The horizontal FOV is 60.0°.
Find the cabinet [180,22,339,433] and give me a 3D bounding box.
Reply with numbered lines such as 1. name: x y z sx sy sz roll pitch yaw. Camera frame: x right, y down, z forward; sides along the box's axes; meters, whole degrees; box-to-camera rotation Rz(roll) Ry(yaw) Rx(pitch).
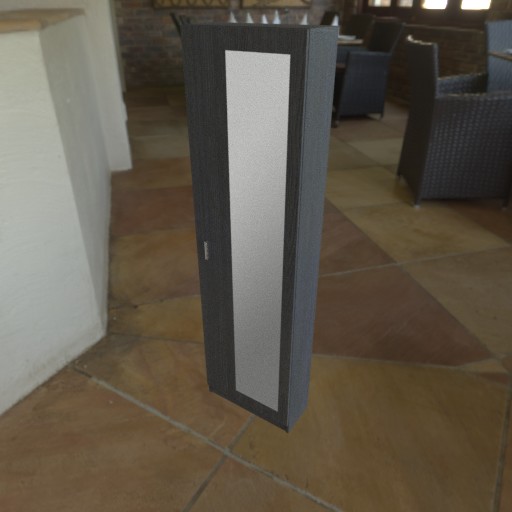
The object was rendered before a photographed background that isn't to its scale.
1. cabinet: 0.000 0.000 1.936 0.500 1.790 0.230 18 35 29
